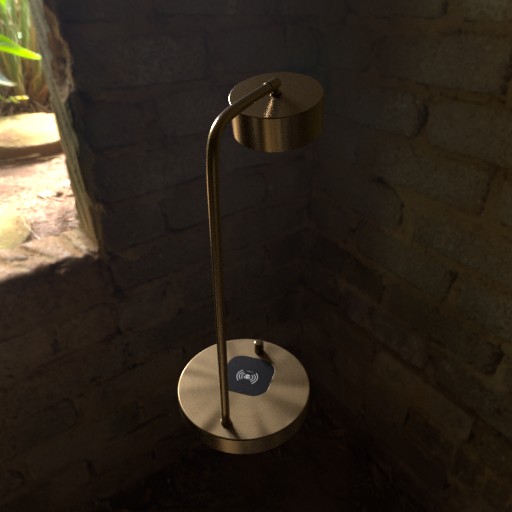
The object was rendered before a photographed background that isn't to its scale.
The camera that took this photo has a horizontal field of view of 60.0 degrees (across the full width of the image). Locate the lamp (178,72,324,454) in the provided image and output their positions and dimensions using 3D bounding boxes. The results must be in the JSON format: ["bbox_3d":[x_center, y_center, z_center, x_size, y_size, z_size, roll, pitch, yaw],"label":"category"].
[{"bbox_3d":[0.000,0.000,0.531,0.171,0.380,0.270,10,32,16],"label":"lamp"}]
